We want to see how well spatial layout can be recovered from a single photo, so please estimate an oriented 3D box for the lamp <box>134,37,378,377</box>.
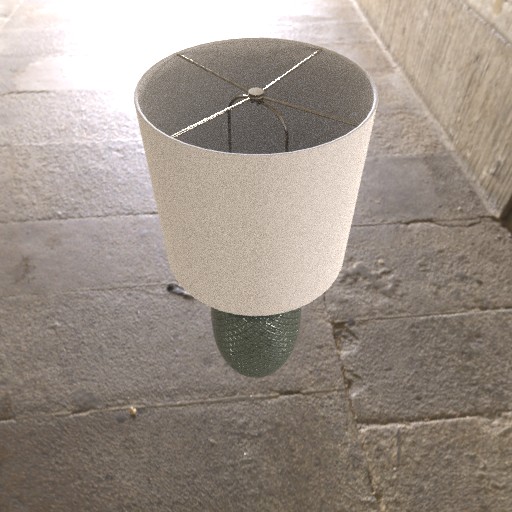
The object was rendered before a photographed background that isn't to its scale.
[{"bbox_3d":[0.000,0.000,0.565,0.217,0.453,0.217,31,55,25],"label":"lamp"}]
